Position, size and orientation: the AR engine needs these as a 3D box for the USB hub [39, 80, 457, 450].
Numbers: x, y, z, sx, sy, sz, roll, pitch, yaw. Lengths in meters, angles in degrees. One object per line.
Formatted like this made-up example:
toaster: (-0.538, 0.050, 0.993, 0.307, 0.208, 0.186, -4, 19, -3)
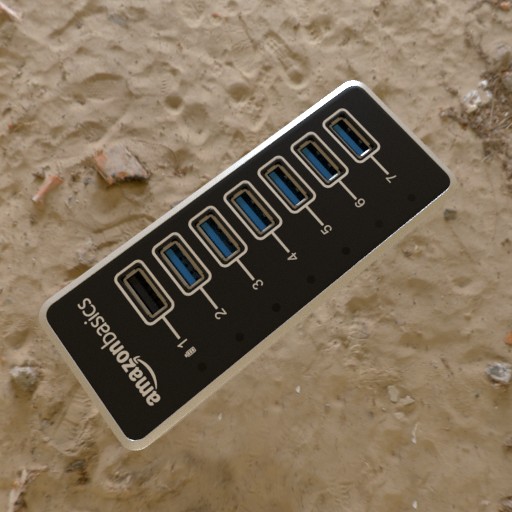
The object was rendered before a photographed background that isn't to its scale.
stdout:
USB hub: (0.000, 0.000, 0.126, 0.110, 0.023, 0.044, -38, 79, -9)
